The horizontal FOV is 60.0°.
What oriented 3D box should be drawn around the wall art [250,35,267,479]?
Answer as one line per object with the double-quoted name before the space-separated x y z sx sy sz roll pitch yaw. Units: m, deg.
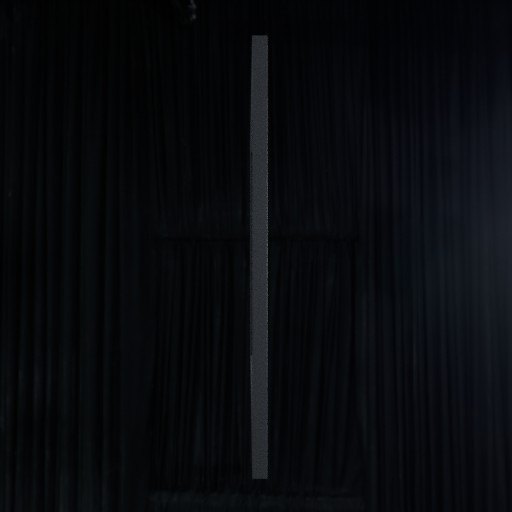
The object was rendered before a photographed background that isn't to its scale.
"wall art" 0.000 0.000 0.535 0.012 0.357 0.358 0 1 -1
